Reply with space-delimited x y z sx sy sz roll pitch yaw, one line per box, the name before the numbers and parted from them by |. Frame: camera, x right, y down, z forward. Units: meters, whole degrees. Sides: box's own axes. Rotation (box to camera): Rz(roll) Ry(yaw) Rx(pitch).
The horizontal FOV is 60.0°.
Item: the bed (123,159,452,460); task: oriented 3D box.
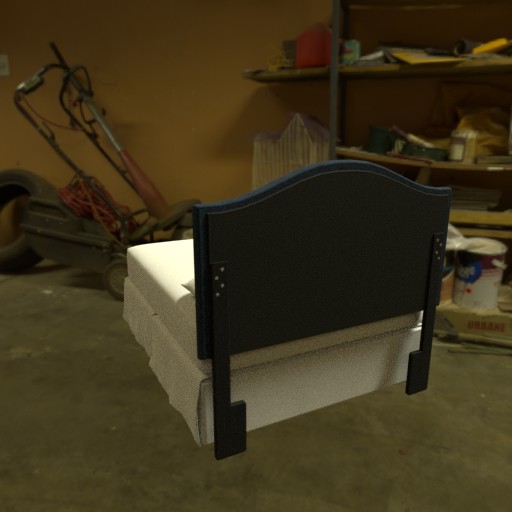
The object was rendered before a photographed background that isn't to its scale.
bed | 0.000 0.000 3.379 1.713 1.518 2.153 -7 17 -26
